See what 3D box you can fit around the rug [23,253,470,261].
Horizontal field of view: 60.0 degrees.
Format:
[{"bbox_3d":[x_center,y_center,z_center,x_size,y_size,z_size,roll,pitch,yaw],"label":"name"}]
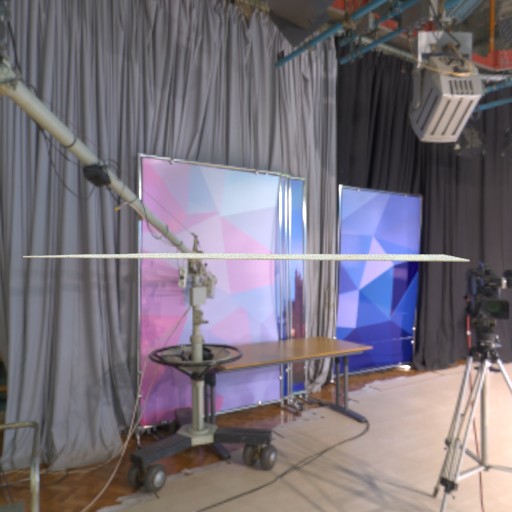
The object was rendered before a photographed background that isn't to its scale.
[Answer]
[{"bbox_3d":[0.000,0.000,2.983,2.442,0.016,1.527,0,1,19],"label":"rug"}]
